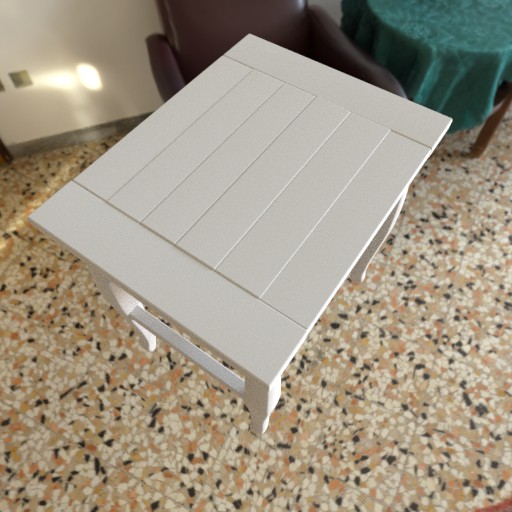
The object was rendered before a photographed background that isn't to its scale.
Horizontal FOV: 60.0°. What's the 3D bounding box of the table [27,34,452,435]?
[{"bbox_3d":[0.000,0.000,1.010,0.463,0.605,0.599,31,63,17],"label":"table"}]
